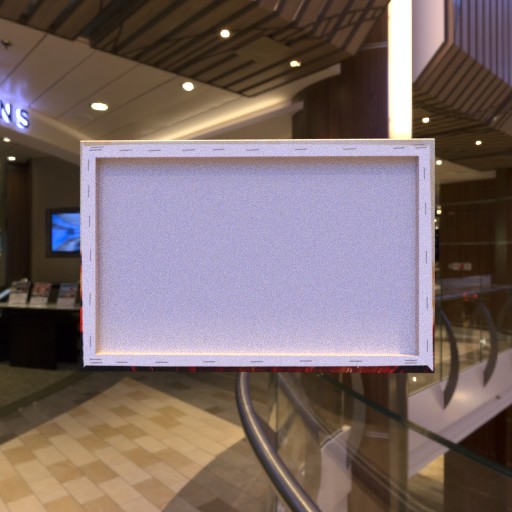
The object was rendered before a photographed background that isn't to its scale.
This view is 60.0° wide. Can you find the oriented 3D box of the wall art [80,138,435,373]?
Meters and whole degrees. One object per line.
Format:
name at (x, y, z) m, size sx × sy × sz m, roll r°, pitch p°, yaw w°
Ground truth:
wall art at (0.000, 0.000, 1.164) m, size 0.918 × 0.602 × 0.038 m, roll 0°, pitch 0°, yaw 1°
